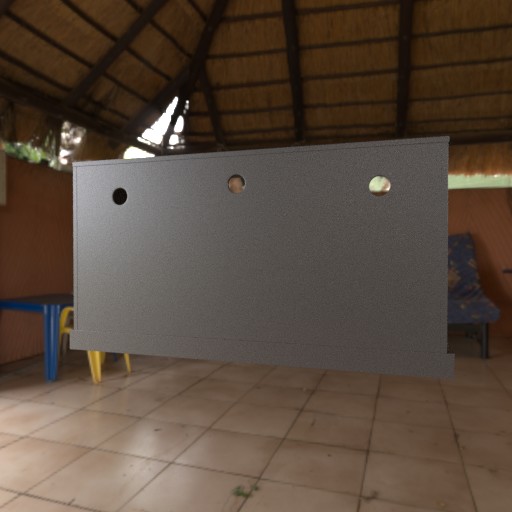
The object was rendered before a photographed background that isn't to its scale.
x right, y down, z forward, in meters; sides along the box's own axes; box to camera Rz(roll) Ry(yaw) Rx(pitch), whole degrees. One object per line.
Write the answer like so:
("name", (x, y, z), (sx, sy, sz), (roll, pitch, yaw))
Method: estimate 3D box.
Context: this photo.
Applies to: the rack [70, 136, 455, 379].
("rack", (0.000, 0.000, 1.520), (1.206, 0.635, 0.399), (0, 1, 17))
